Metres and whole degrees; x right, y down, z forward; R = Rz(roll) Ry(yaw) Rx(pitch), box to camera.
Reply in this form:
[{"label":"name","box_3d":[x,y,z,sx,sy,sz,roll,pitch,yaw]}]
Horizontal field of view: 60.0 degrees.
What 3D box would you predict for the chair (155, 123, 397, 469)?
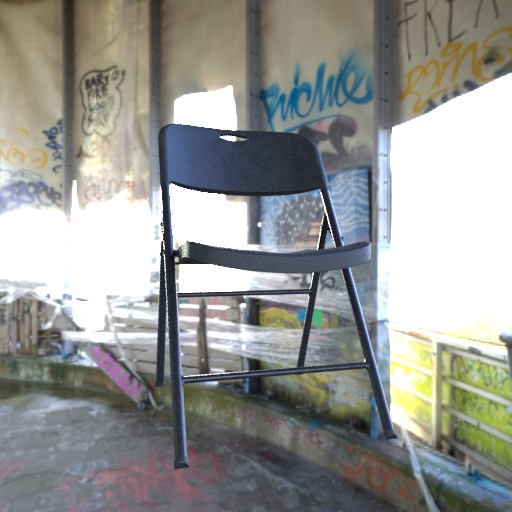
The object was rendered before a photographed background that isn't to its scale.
[{"label":"chair","box_3d":[0.000,0.000,1.177,0.494,0.810,0.567,0,1,-17]}]
